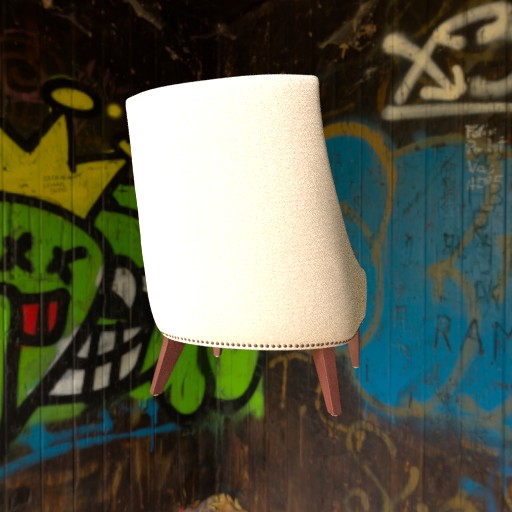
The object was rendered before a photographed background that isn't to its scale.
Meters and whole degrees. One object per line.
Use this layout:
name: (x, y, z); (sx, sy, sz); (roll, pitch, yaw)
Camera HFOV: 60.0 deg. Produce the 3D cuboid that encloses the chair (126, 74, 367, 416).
chair: (0.000, 0.000, 1.519); (0.701, 0.909, 0.861); (0, 1, 18)
